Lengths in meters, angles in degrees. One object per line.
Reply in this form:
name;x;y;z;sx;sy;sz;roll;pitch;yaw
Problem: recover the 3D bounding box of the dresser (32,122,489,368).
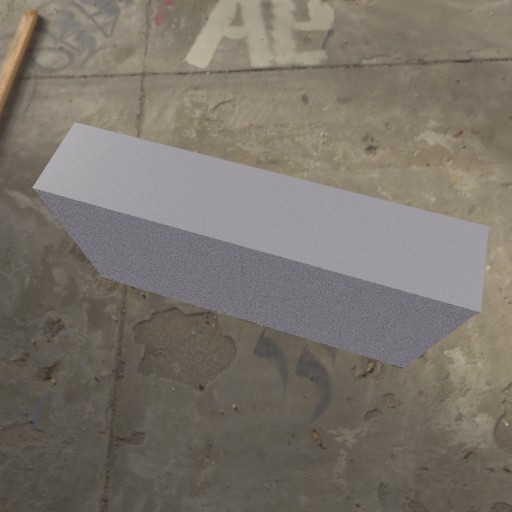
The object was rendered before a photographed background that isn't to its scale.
dresser;0.000;0.000;1.872;1.535;0.790;0.333;16;65;8
